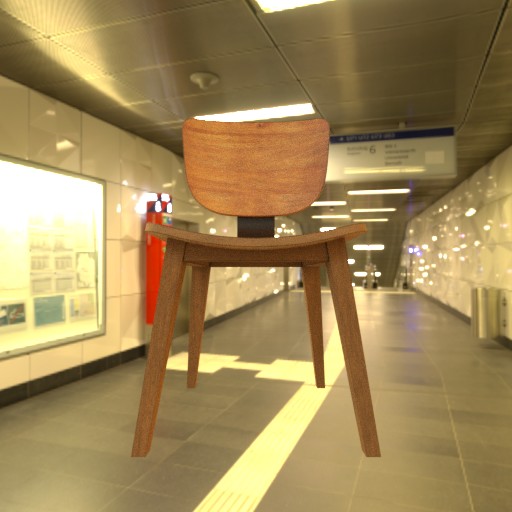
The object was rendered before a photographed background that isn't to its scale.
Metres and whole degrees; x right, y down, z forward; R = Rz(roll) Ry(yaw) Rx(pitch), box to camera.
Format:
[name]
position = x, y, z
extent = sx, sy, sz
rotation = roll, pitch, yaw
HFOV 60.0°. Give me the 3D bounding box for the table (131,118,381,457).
[table]
position = 0.000, 0.000, 1.131
extent = 0.499, 0.805, 0.500
rotation = 0, 0, 0
